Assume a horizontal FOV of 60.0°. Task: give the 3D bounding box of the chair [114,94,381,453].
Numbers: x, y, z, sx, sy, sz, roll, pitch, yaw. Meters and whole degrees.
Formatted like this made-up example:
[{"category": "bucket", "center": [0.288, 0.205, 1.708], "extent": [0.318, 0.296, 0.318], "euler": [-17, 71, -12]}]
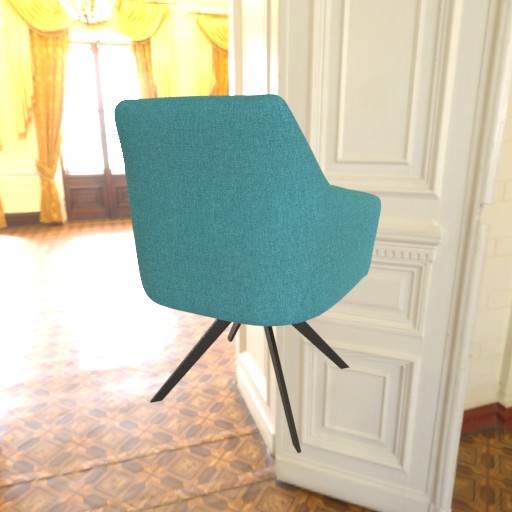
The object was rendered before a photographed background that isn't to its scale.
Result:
[{"category": "chair", "center": [0.000, 0.000, 1.331], "extent": [0.642, 0.874, 0.677], "euler": [8, 18, 26]}]
